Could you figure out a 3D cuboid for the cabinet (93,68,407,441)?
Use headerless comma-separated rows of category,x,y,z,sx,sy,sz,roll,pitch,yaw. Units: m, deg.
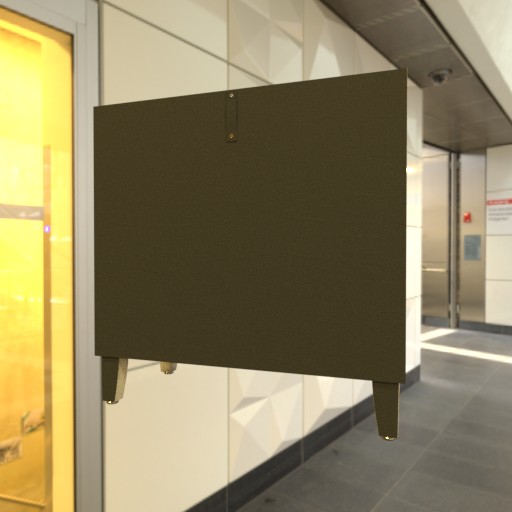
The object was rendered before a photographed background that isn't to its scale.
cabinet,0.000,0.000,1.218,0.781,0.787,0.370,0,1,18
